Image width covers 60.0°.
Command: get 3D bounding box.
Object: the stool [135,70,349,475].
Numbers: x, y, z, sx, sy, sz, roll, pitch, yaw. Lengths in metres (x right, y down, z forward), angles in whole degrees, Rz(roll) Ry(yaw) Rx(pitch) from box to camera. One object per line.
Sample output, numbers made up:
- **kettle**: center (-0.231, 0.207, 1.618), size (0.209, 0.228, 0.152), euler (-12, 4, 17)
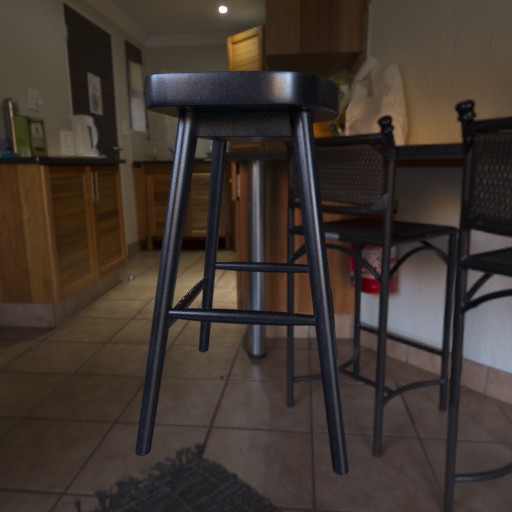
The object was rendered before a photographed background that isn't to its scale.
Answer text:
- **stool**: center (0.000, 0.000, 0.873), size (0.361, 0.615, 0.440), euler (2, 13, 8)
